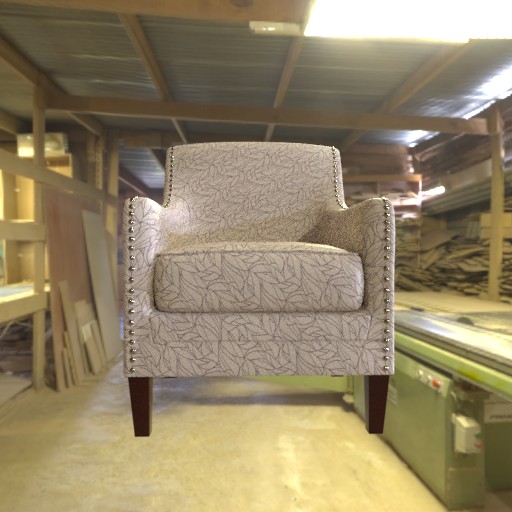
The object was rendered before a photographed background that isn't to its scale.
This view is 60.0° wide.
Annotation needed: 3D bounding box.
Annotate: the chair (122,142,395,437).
[{"bbox_3d":[0.000,0.000,1.316,0.623,0.816,0.651,0,0,-2],"label":"chair"}]
